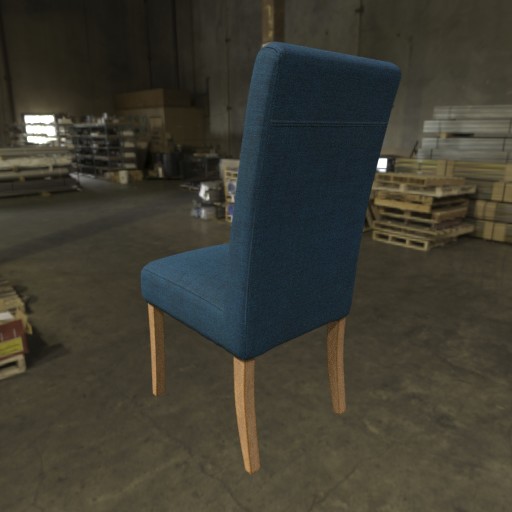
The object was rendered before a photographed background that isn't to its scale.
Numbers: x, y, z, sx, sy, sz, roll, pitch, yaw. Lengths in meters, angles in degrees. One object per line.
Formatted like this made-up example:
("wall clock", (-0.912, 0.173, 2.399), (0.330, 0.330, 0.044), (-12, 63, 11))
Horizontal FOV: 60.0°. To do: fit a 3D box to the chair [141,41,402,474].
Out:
("chair", (0.000, 0.000, 1.297), (0.450, 1.029, 0.610), (-14, 21, -40))
